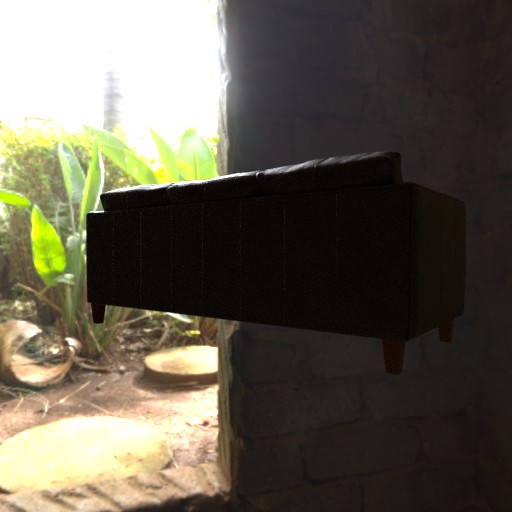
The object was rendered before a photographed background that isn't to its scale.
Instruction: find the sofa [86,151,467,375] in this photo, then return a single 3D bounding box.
[{"bbox_3d":[0.000,0.000,2.999,2.464,1.006,1.045,0,1,37],"label":"sofa"}]
